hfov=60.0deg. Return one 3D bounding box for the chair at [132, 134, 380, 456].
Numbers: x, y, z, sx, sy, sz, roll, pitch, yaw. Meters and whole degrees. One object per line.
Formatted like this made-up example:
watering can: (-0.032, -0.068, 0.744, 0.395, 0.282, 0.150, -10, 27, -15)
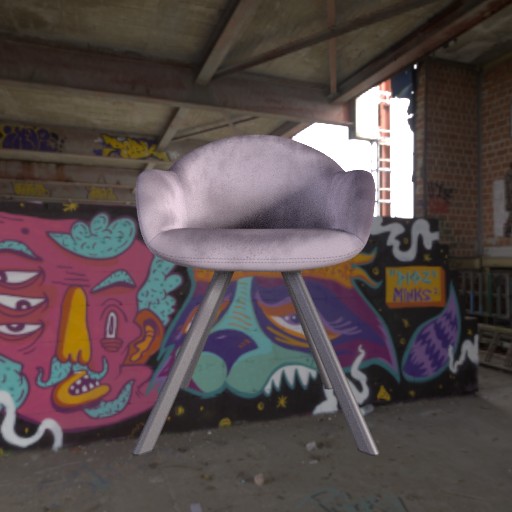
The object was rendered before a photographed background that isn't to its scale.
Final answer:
chair: (0.000, 0.000, 1.171, 0.550, 0.795, 0.590, 0, -1, 0)
